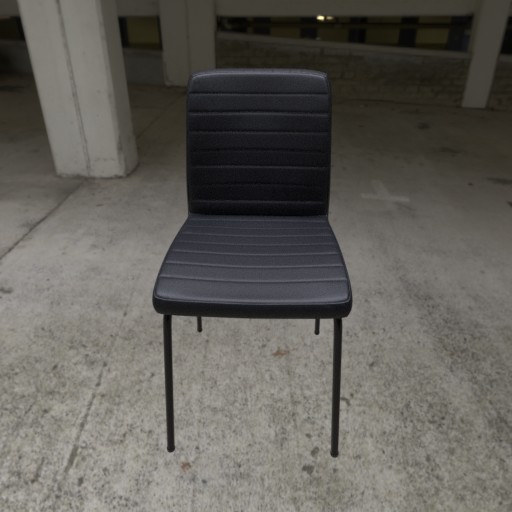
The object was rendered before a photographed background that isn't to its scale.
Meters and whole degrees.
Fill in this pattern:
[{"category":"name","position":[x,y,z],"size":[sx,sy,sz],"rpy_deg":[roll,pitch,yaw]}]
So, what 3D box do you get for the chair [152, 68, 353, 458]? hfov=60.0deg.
[{"category":"chair","position":[0.000,0.000,1.188],"size":[0.450,0.872,0.572],"rpy_deg":[1,29,2]}]
